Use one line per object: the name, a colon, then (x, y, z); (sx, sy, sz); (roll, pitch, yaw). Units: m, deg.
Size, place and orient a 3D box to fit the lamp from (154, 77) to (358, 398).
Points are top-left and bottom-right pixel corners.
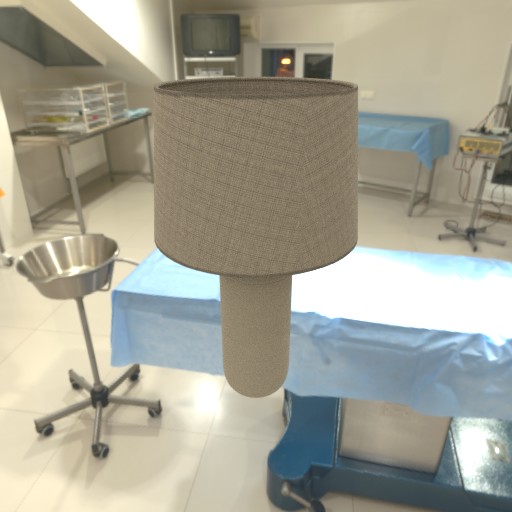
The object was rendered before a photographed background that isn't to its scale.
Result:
lamp: (0.000, 0.000, 0.838); (0.367, 0.609, 0.367); (0, 26, 0)
